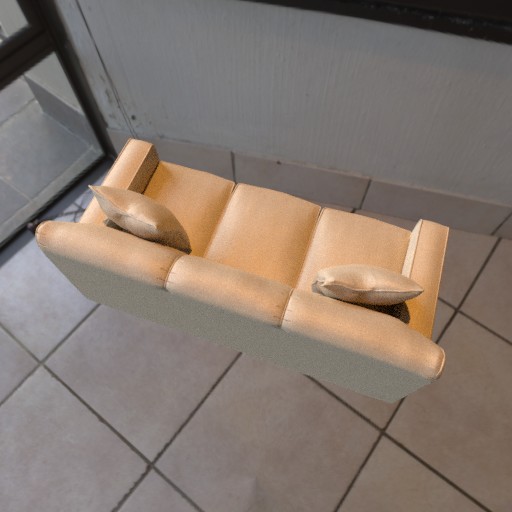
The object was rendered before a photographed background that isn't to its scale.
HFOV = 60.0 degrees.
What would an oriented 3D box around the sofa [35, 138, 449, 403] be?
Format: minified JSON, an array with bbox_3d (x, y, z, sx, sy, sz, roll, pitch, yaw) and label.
[{"bbox_3d":[0.000,0.000,2.603,2.024,0.958,0.997,17,65,8],"label":"sofa"}]
